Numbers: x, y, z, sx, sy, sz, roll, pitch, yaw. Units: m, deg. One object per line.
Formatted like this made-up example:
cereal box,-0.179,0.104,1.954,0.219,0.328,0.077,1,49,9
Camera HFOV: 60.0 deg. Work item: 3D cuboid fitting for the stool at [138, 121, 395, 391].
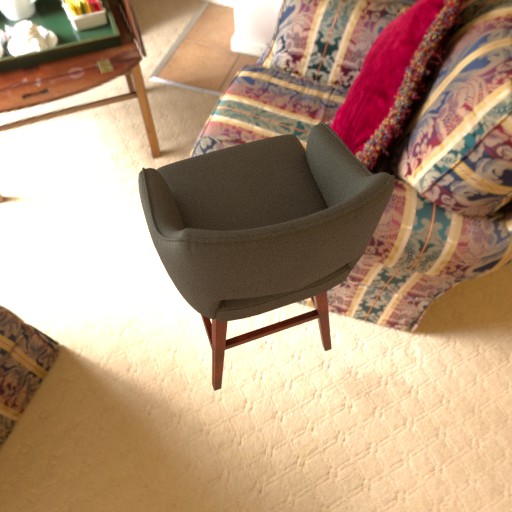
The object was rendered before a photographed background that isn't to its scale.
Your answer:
stool,0.000,0.000,1.337,0.548,1.012,0.558,-17,60,-10
